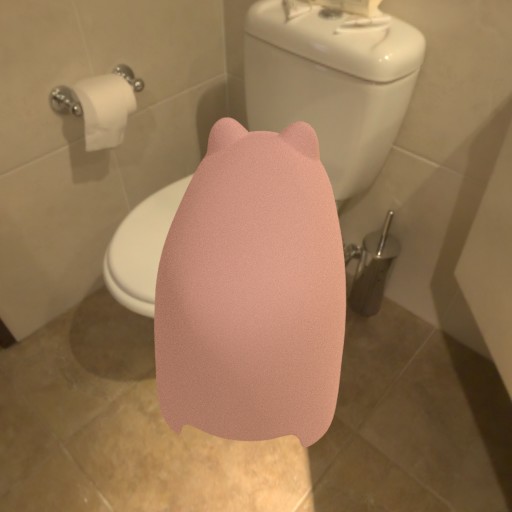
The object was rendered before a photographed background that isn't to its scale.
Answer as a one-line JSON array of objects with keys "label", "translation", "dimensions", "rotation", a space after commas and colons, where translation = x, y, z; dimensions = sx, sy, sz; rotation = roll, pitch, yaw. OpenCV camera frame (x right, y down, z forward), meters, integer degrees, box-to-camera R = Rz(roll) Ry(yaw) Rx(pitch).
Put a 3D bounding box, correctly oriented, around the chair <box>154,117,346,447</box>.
[{"label": "chair", "translation": [0.000, 0.000, 0.867], "dimensions": [0.364, 0.423, 0.619], "rotation": [4, 47, 4]}]
